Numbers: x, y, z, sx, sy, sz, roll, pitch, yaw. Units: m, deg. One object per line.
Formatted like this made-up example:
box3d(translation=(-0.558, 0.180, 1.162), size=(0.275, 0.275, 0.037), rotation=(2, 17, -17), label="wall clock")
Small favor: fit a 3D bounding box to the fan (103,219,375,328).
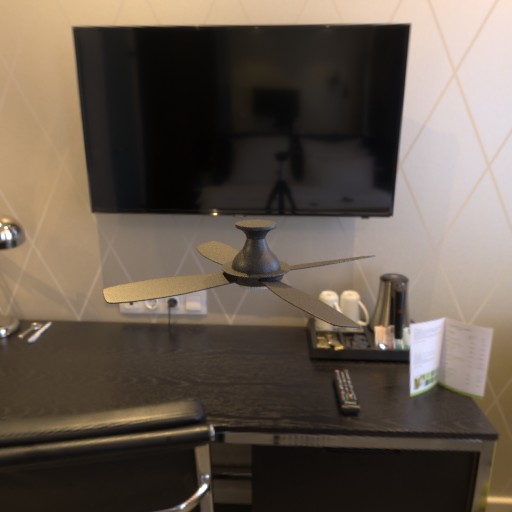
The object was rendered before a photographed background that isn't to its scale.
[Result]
box3d(translation=(0.000, 0.000, 2.540), size=(1.694, 0.382, 1.694), rotation=(-7, 17, -26), label="fan")
